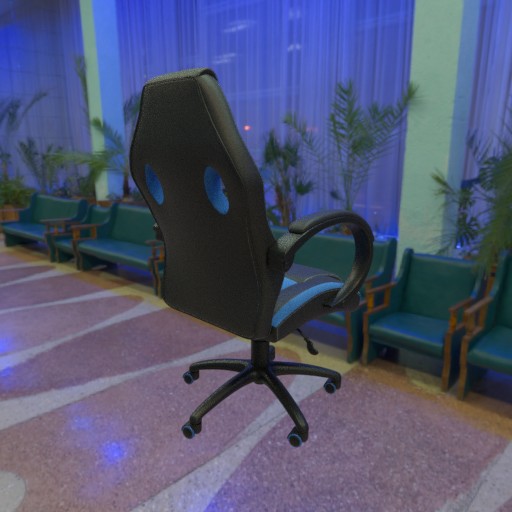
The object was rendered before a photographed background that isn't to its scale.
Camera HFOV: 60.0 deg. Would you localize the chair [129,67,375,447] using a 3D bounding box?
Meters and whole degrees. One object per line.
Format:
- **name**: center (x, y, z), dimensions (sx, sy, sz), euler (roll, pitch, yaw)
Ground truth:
- **chair**: center (0.000, 0.000, 1.616), dimensions (0.673, 1.187, 0.724), euler (13, 19, 43)
